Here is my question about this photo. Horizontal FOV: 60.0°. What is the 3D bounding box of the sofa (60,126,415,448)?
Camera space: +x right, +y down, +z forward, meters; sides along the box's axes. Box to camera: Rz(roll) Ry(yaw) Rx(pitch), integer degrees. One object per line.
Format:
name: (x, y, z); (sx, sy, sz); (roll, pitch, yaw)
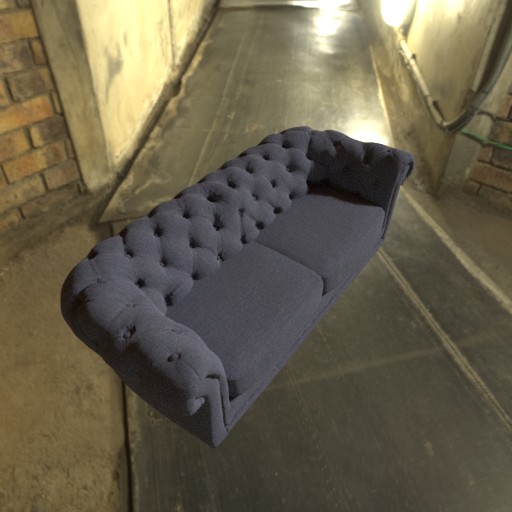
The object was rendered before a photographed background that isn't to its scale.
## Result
sofa: (0.000, 0.000, 2.773); (1.046, 0.836, 2.335); (26, 47, 26)
